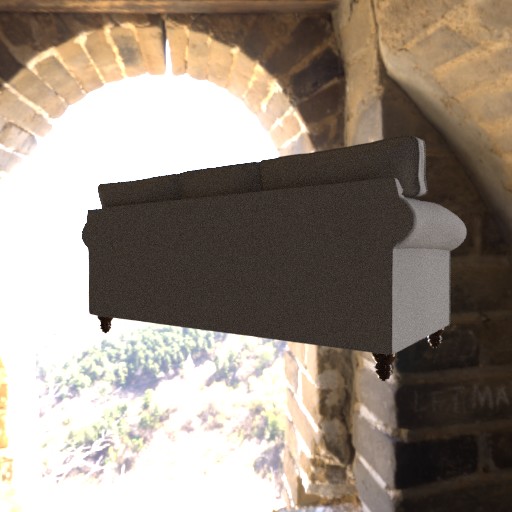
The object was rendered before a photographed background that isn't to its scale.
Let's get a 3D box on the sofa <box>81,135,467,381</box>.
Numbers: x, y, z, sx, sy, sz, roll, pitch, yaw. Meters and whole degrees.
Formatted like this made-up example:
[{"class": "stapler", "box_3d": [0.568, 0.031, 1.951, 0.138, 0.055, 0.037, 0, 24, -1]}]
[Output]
[{"class": "sofa", "box_3d": [0.000, 0.000, 2.539, 2.084, 0.961, 0.916, 0, 0, 36]}]
